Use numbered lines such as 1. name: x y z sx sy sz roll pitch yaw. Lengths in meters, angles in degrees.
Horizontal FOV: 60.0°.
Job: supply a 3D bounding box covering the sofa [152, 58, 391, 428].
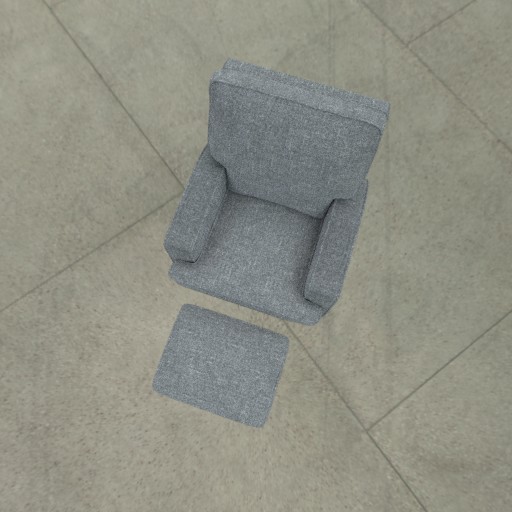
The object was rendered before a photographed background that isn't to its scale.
1. sofa: 0.000 0.000 2.082 0.861 0.959 1.472 18 75 5
